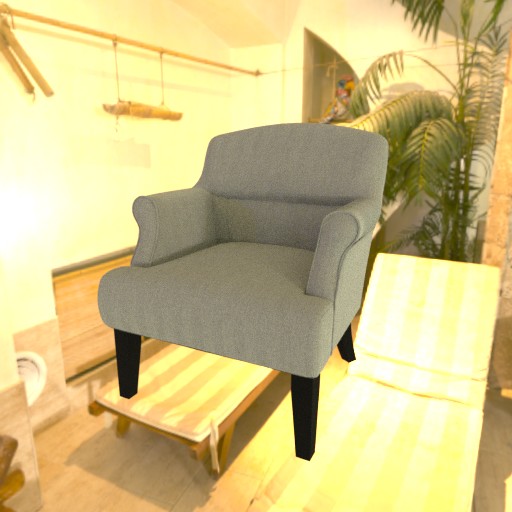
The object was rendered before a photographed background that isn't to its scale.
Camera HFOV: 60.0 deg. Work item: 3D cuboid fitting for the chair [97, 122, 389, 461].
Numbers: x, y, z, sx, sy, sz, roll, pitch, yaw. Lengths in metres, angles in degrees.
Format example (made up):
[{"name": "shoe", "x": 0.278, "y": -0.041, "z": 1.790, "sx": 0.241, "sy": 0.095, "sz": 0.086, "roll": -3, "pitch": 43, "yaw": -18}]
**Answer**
[{"name": "chair", "x": 0.000, "y": 0.000, "z": 1.491, "sx": 0.772, "sy": 0.880, "sz": 0.755, "roll": 8, "pitch": 17, "yaw": 26}]
